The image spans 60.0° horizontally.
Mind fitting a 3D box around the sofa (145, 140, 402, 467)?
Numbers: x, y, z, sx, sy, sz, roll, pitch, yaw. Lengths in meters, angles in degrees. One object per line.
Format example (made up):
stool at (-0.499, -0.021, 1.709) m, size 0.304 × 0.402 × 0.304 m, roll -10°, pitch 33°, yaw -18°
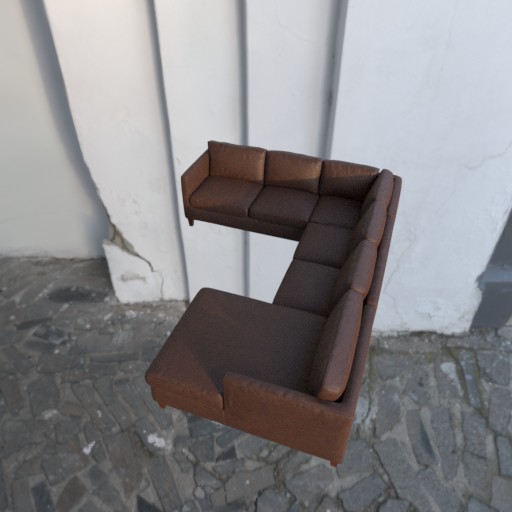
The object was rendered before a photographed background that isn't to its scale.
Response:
sofa at (0.000, 0.000, 4.626) m, size 2.593 × 0.923 × 3.460 m, roll 13°, pitch 41°, yaw 15°
